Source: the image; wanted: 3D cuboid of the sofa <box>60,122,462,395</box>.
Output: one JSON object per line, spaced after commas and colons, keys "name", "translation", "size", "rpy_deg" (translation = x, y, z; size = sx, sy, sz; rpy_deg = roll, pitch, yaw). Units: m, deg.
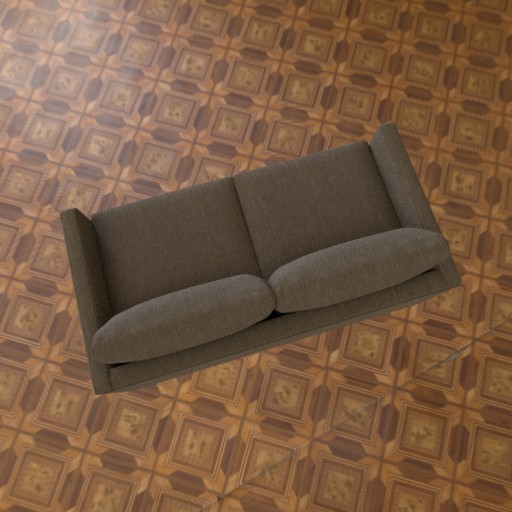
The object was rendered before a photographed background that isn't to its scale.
{"name": "sofa", "translation": [0.000, 0.000, 2.193], "size": [1.682, 0.840, 0.875], "rpy_deg": [-16, 75, -4]}
